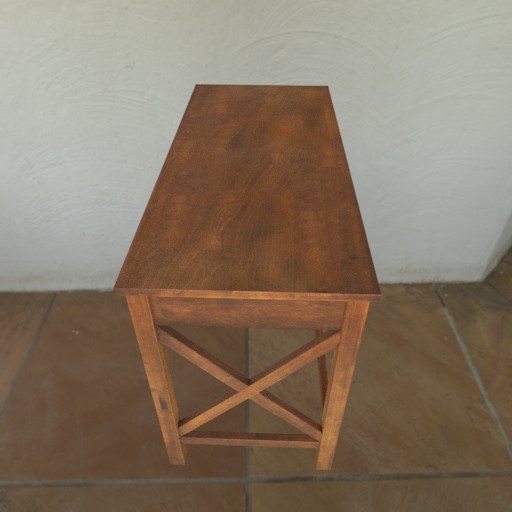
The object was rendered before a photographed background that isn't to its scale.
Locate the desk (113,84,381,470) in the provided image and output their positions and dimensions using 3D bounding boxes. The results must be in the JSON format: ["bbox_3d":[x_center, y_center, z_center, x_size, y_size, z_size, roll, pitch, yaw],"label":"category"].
[{"bbox_3d":[0.000,0.000,1.503,0.508,0.762,1.117,1,40,2],"label":"desk"}]
